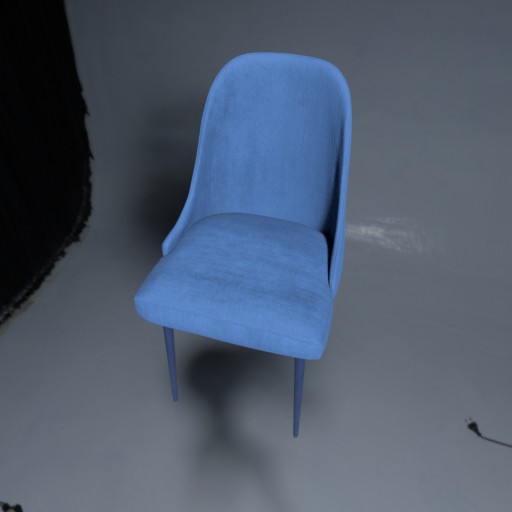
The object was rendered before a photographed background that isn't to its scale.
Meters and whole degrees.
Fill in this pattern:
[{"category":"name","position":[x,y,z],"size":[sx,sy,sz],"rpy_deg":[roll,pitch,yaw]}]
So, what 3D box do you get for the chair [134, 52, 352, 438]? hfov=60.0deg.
[{"category":"chair","position":[0.000,0.000,1.217],"size":[0.478,0.896,0.559],"rpy_deg":[12,43,13]}]
